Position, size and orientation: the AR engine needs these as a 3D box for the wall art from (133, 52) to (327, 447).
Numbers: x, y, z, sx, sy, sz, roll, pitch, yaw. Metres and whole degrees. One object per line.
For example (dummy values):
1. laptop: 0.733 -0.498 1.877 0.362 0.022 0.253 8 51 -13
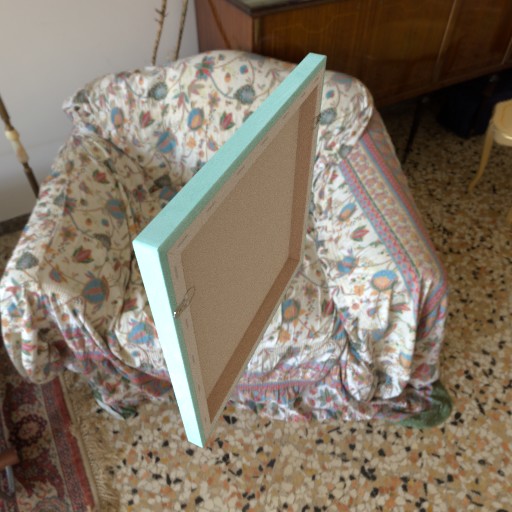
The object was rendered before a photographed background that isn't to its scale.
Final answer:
1. wall art: 0.000 0.000 1.167 0.054 0.766 0.765 19 49 17
